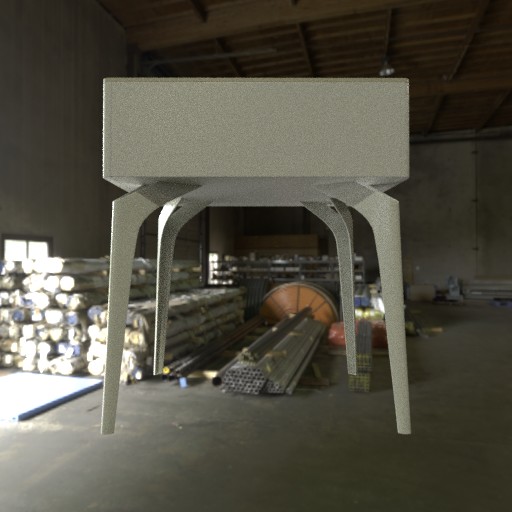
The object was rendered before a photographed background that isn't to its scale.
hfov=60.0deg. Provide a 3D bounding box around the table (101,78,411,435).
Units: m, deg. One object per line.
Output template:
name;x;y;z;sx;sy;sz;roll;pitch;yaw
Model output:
table;0.000;0.000;0.904;0.500;0.570;0.400;0;-1;0
